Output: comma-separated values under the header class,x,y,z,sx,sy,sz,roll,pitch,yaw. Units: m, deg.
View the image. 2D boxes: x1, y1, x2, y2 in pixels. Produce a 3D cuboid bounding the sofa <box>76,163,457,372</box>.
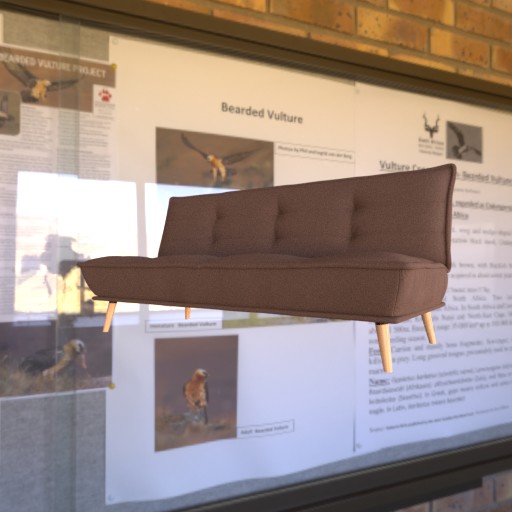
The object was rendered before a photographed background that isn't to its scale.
class,x,y,z,sx,sy,sz,roll,pitch,yaw
sofa,0.000,0.000,2.435,1.940,0.890,0.950,-1,-1,35
